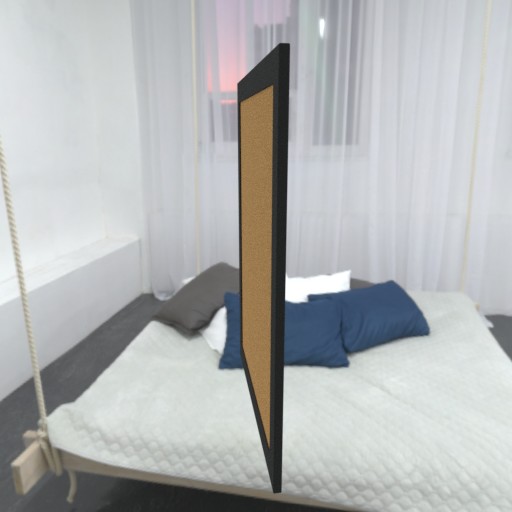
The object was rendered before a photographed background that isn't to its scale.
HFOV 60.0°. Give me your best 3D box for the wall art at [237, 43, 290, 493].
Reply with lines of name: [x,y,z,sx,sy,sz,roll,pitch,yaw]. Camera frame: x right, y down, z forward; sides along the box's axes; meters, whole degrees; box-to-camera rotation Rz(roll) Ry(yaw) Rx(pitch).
wall art: [0.000,0.000,0.675,0.012,0.529,0.374,-2,16,-8]
